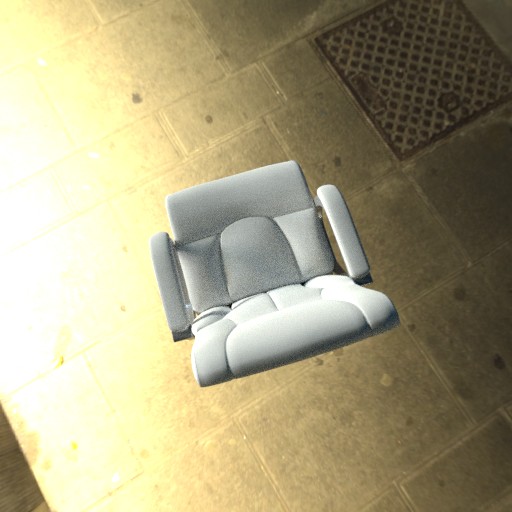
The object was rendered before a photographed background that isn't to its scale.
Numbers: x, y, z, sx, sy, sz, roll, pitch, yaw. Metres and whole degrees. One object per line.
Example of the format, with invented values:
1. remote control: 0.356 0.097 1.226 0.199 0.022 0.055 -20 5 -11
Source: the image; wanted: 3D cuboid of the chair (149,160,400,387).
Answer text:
1. chair: 0.000 0.000 1.564 0.687 1.120 0.738 -16 78 -4
